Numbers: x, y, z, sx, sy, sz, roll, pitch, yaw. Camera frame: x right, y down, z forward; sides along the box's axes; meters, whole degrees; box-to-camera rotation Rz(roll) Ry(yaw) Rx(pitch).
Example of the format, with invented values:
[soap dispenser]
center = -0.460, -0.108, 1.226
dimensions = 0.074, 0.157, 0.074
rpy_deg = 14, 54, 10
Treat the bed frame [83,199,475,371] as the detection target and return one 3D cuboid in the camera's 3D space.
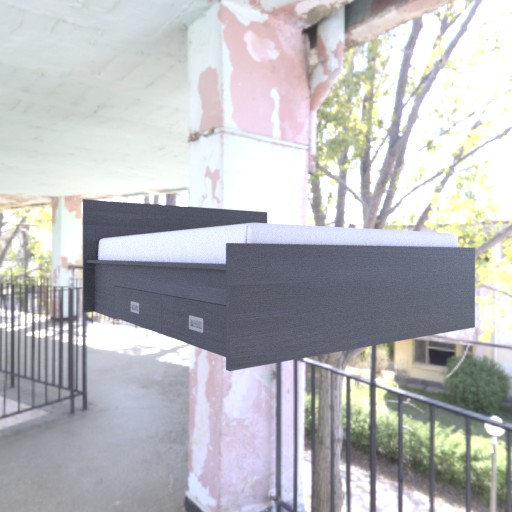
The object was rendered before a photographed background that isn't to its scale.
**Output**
[bed frame]
center = 0.000, 0.000, 2.814
dimensions = 1.622, 0.800, 1.960
rpy_deg = 0, 0, -35
